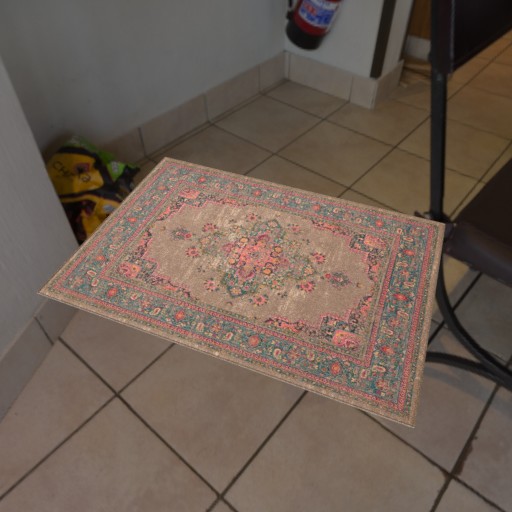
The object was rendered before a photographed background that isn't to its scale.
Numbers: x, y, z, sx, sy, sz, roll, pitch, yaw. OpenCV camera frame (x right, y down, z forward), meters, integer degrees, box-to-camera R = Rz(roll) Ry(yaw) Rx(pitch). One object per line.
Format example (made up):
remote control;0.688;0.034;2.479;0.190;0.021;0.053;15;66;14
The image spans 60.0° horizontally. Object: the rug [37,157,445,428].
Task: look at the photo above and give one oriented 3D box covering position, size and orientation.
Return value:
rug;0.000;0.000;3.730;2.890;0.013;2.005;16;48;15
